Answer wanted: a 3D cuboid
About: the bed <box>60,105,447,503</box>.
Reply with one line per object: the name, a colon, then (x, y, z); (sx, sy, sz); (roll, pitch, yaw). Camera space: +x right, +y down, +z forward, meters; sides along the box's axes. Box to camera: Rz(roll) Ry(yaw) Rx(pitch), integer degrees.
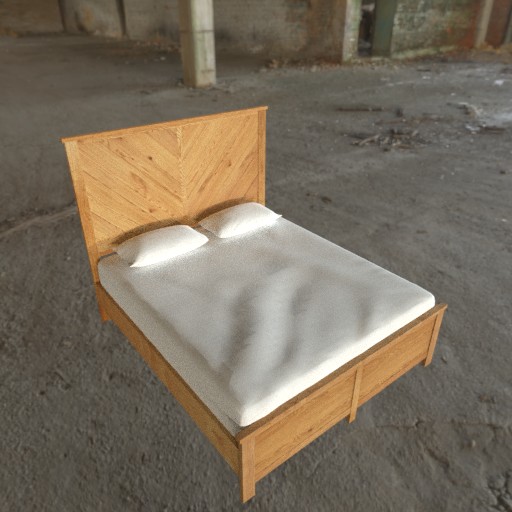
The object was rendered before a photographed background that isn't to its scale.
bed: (0.000, 0.000, 3.435); (1.936, 1.686, 2.201); (-21, 36, -32)
